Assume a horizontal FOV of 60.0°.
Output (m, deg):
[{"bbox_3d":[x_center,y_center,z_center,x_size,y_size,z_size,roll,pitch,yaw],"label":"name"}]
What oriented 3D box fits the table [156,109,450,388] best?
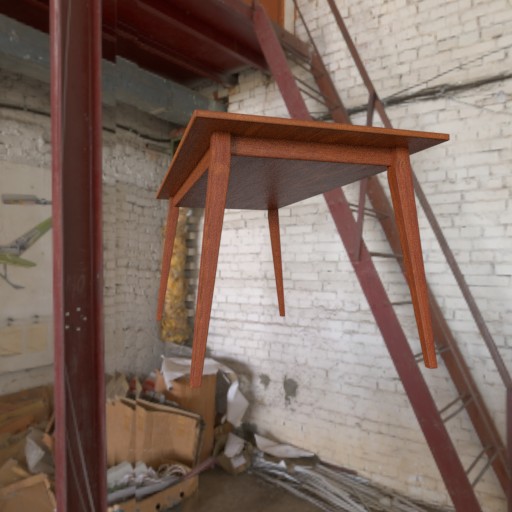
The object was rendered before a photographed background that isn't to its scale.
[{"bbox_3d":[0.000,0.000,2.055,0.811,0.755,1.609,0,-1,-16],"label":"table"}]
